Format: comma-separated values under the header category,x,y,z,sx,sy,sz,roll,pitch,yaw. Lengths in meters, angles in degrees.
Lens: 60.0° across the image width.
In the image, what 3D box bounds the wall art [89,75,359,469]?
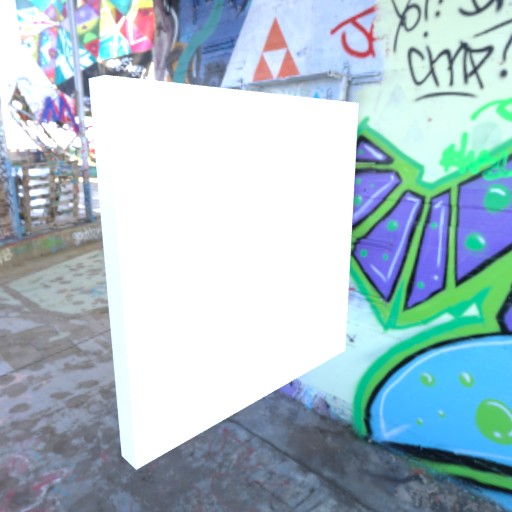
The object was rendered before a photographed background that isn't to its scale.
category,x,y,z,sx,sy,sz,roll,pitch,yaw
wall art,0.000,0.000,0.513,0.027,0.355,0.355,14,20,43
